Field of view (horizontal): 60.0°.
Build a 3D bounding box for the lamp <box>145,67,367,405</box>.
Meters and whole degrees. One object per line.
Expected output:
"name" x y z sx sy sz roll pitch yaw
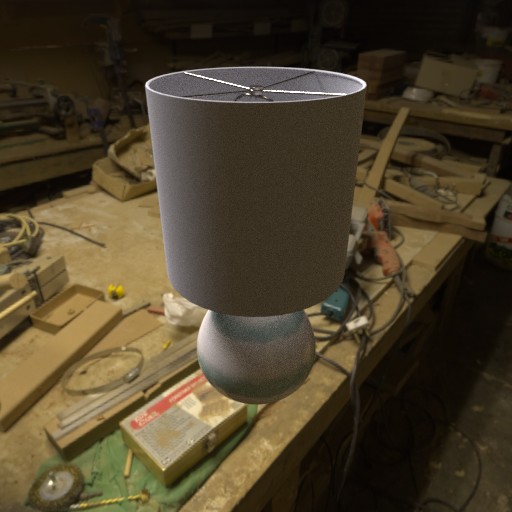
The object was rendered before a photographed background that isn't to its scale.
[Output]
"lamp" 0.000 0.000 0.544 0.217 0.404 0.217 23 37 34
